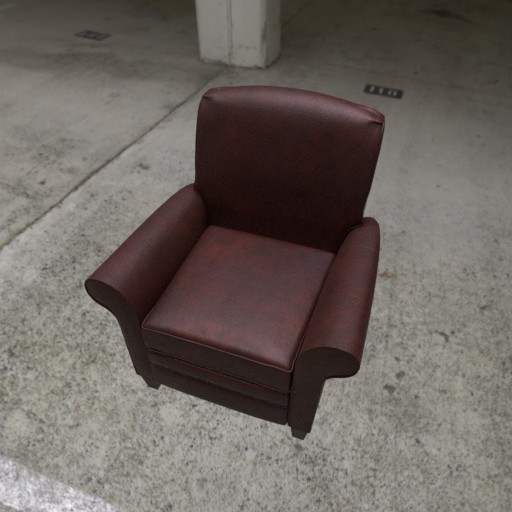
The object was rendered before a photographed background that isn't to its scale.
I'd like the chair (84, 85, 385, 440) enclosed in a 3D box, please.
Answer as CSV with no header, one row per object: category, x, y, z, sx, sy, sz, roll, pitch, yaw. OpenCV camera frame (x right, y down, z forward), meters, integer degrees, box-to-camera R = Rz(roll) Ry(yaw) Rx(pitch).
chair,0.000,0.000,1.790,0.978,1.061,0.902,14,43,15
